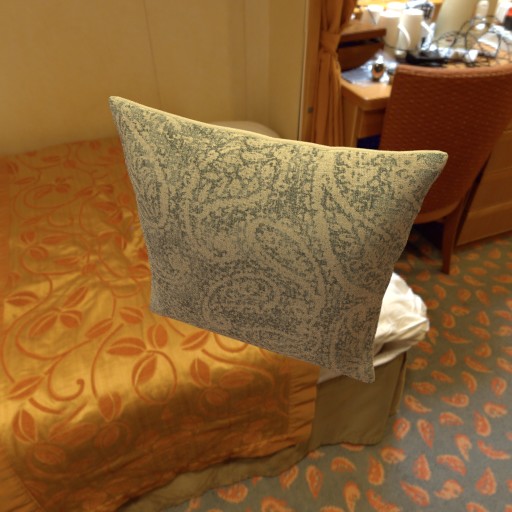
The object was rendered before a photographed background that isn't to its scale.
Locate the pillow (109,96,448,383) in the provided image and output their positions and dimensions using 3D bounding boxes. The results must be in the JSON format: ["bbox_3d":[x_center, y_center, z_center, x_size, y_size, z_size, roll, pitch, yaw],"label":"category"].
[{"bbox_3d":[0.000,0.000,0.801,0.523,0.510,0.166,15,44,16],"label":"pillow"}]
